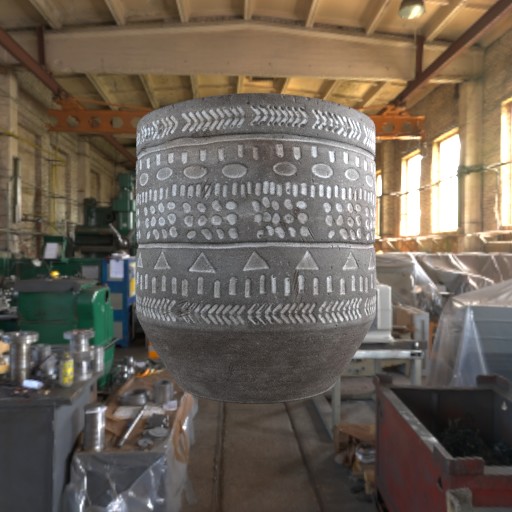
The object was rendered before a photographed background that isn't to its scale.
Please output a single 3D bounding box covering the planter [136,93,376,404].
[{"bbox_3d":[0.000,0.000,0.232,0.122,0.128,0.122,0,0,0],"label":"planter"}]
